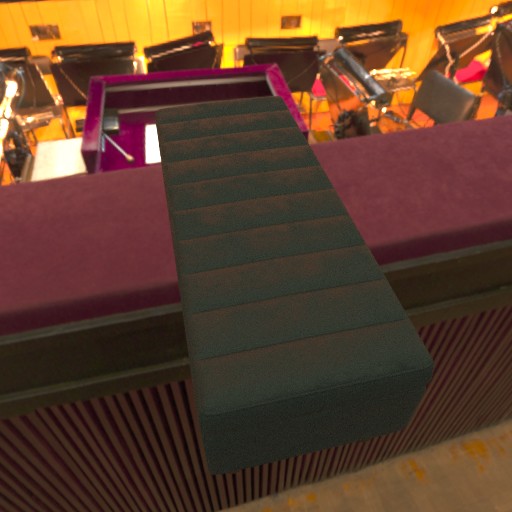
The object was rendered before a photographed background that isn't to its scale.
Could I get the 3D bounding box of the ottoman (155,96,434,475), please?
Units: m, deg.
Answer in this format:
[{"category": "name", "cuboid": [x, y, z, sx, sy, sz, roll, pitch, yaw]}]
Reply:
[{"category": "ottoman", "cuboid": [0.000, 0.000, 1.355, 0.482, 0.469, 1.151, -9, 47, -9]}]
